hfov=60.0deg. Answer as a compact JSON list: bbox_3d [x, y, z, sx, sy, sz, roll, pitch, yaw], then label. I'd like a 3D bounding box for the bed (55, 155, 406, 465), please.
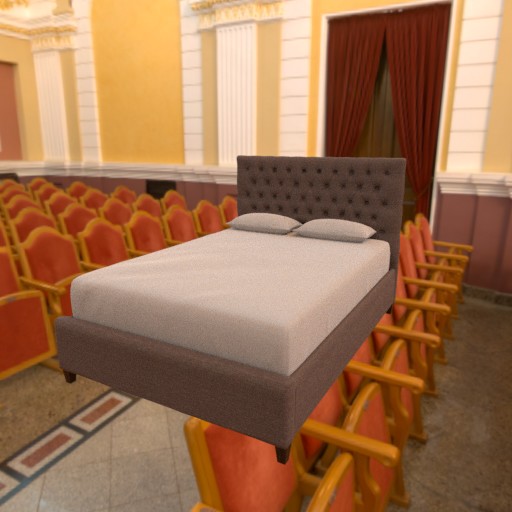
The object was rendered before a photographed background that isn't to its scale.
[{"bbox_3d":[0.000,0.000,3.396,1.698,1.427,2.387,8,16,28],"label":"bed"}]
